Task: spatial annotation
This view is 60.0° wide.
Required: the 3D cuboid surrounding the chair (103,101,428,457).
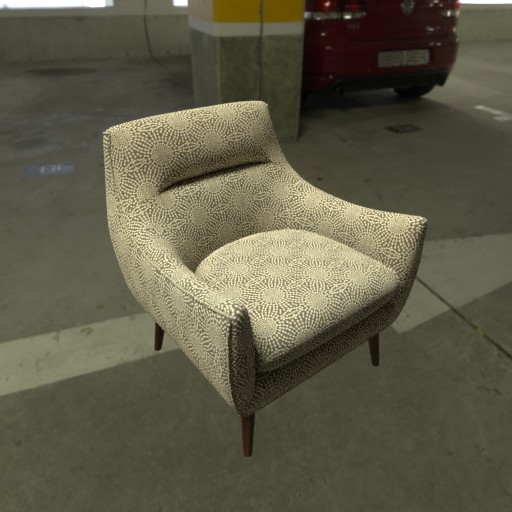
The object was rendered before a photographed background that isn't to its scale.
[{"bbox_3d":[0.000,0.000,1.481,0.762,0.838,0.787,-22,38,-32],"label":"chair"}]
